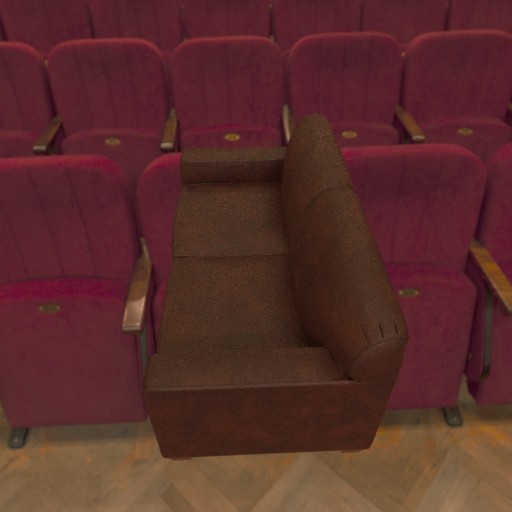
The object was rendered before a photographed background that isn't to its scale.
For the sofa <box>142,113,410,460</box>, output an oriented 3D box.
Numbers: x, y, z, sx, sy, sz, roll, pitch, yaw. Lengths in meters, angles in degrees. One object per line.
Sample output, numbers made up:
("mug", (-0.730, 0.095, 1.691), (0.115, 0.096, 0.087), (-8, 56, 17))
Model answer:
("sofa", (0.000, 0.000, 2.420), (1.000, 0.966, 1.856), (-2, 42, -2))
